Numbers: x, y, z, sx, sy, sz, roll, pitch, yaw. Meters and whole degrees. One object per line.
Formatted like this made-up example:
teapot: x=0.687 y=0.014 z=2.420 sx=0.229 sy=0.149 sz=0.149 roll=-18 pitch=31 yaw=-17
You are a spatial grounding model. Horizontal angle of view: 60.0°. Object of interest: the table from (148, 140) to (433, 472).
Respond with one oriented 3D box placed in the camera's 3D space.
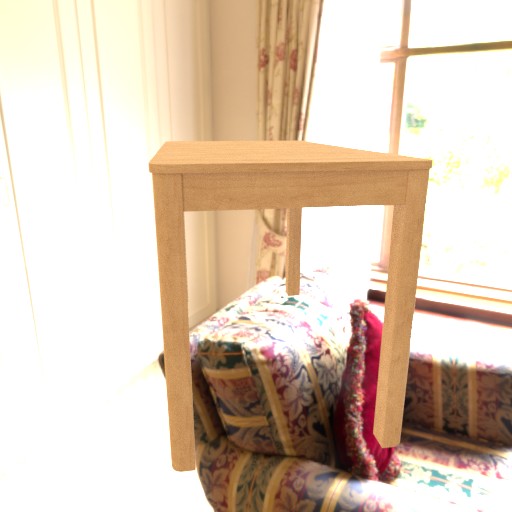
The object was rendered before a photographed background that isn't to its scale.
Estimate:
table: x=0.000 y=0.000 z=1.893 sx=0.750 sy=0.900 sz=1.400 roll=-3 pitch=17 yaw=-9
